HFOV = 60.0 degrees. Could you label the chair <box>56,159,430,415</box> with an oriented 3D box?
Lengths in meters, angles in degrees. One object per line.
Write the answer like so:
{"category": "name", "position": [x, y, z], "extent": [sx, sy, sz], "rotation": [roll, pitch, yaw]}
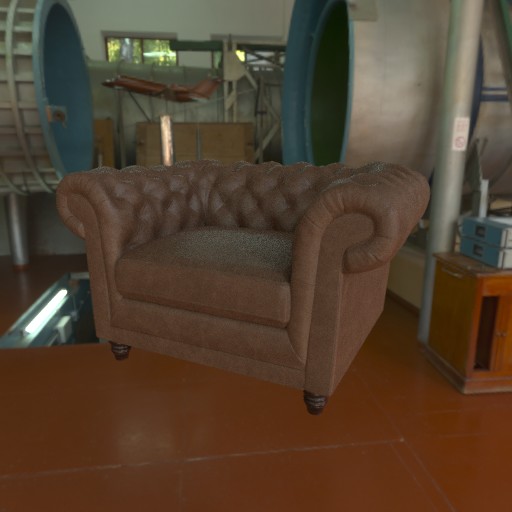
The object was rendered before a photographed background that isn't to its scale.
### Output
{"category": "chair", "position": [0.000, 0.000, 1.886], "extent": [1.298, 0.784, 0.954], "rotation": [7, 16, 26]}
